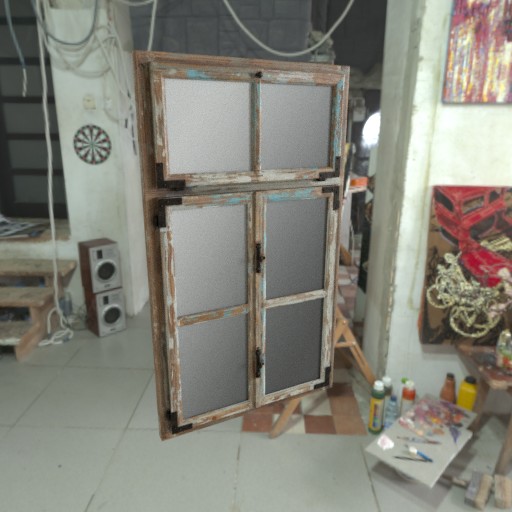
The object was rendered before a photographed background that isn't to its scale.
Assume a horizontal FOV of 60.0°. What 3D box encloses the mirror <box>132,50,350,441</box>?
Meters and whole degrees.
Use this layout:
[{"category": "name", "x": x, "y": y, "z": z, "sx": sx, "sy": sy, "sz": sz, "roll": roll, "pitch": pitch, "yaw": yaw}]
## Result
[{"category": "mirror", "x": 0.000, "y": 0.000, "z": 1.478, "sx": 0.707, "sy": 1.213, "sz": 0.083, "roll": -8, "pitch": 18, "yaw": -26}]
